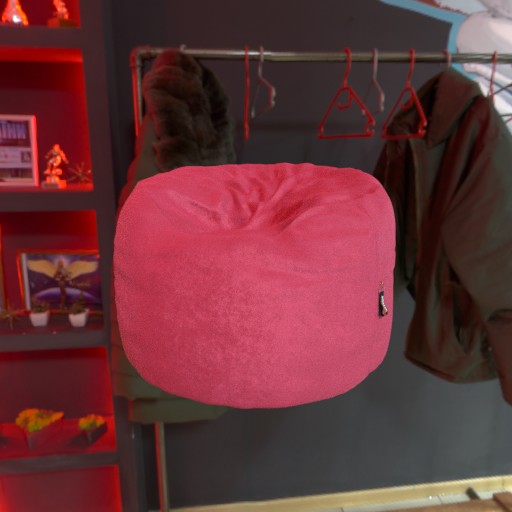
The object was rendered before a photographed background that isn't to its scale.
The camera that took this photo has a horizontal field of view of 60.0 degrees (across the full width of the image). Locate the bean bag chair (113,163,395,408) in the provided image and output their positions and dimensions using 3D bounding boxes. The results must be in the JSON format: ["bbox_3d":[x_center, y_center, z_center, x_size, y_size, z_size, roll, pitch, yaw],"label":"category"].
[{"bbox_3d":[0.000,0.000,1.973,1.218,0.788,1.218,0,14,0],"label":"bean bag chair"}]
